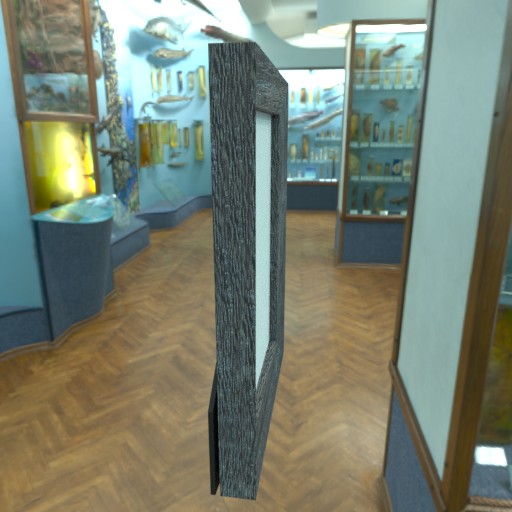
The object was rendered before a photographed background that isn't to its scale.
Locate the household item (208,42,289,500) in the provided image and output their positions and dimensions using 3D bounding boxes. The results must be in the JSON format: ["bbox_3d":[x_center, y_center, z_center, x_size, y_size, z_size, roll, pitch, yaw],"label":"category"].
[{"bbox_3d":[0.000,0.000,0.230,0.020,0.180,0.133,2,16,8],"label":"household item"}]
